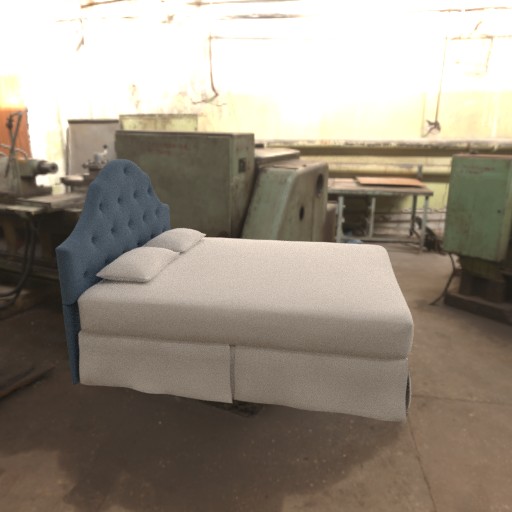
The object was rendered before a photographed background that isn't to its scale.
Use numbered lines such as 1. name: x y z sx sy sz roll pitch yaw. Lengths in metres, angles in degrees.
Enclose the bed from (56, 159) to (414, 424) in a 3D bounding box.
1. bed: 0.000 0.000 3.850 2.477 1.617 2.039 3 16 10
